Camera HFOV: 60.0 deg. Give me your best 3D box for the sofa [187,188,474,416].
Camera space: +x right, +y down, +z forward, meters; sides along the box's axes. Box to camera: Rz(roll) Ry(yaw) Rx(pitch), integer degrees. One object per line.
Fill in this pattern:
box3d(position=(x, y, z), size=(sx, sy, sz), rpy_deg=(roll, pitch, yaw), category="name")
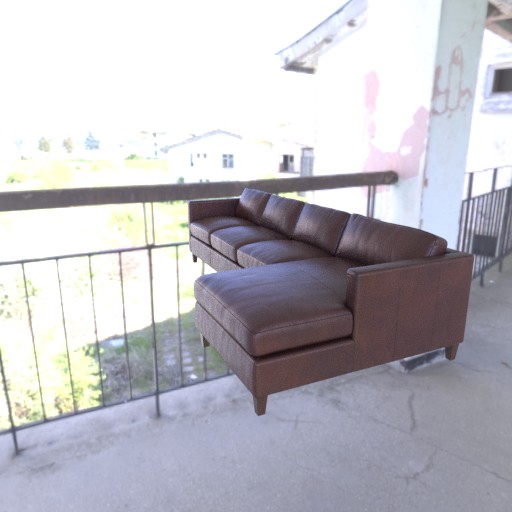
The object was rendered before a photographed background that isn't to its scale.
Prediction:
box3d(position=(0.000, 0.000, 3.960), size=(1.581, 0.883, 3.203), rpy_deg=(-7, 16, -25), category="sofa")
